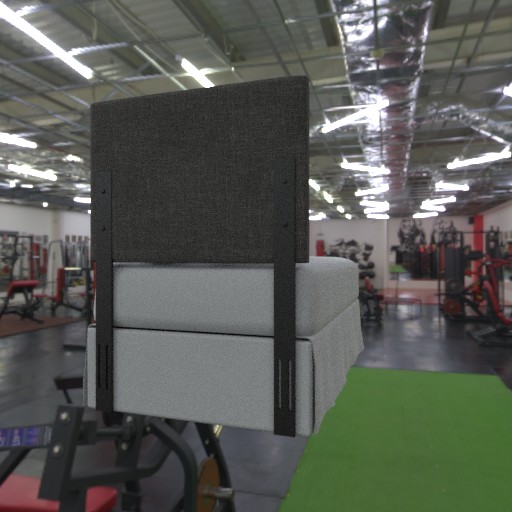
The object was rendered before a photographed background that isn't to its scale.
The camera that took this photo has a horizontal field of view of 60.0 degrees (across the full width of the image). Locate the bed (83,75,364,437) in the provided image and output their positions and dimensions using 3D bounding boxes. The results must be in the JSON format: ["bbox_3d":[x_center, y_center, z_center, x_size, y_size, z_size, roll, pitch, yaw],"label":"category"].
[{"bbox_3d":[0.000,0.000,3.009,1.261,1.571,1.997,0,0,19],"label":"bed"}]
